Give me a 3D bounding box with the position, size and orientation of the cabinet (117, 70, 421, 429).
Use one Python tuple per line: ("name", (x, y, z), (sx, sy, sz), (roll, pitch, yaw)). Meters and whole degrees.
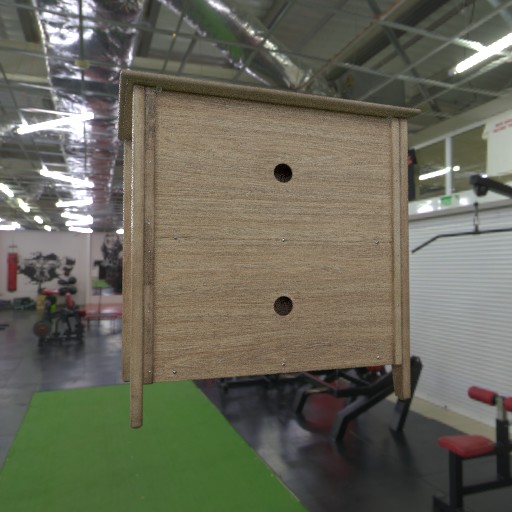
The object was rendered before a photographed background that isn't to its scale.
("cabinet", (0.000, 0.000, 1.272), (0.763, 0.762, 0.503), (1, -2, -18))
